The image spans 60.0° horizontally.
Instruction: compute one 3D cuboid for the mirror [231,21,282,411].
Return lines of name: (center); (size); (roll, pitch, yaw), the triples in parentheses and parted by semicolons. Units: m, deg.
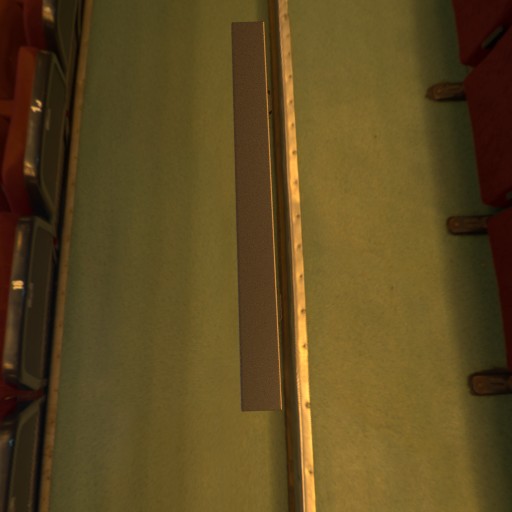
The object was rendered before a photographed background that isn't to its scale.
mirror: (0.000, 0.000, 0.685); (0.041, 0.508, 0.405); (-2, 76, 0)
